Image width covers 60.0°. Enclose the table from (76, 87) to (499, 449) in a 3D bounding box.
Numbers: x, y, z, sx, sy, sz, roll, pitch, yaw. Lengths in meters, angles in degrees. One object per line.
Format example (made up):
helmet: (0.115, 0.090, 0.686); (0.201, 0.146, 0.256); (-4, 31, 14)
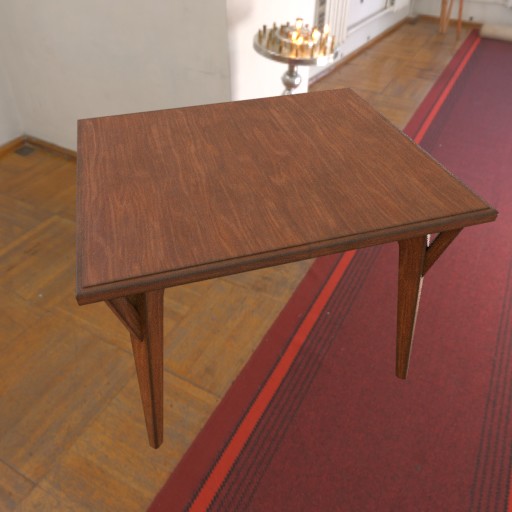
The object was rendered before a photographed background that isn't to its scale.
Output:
table: (0.000, 0.000, 1.526); (0.991, 0.761, 0.838); (-11, 43, -12)
